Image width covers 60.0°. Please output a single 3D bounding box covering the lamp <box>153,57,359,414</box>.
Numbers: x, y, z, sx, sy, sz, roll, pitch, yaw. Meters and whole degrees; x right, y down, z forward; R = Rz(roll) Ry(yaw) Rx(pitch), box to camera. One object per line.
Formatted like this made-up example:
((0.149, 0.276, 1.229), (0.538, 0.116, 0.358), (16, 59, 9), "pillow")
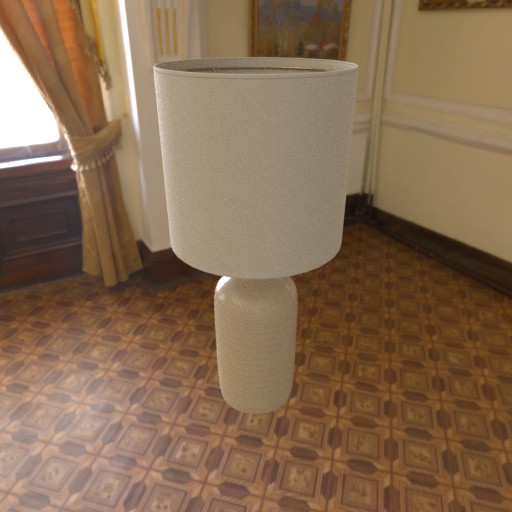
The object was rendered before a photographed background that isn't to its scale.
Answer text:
((0.000, 0.000, 0.596), (0.220, 0.475, 0.220), (-8, 29, -15), "lamp")
